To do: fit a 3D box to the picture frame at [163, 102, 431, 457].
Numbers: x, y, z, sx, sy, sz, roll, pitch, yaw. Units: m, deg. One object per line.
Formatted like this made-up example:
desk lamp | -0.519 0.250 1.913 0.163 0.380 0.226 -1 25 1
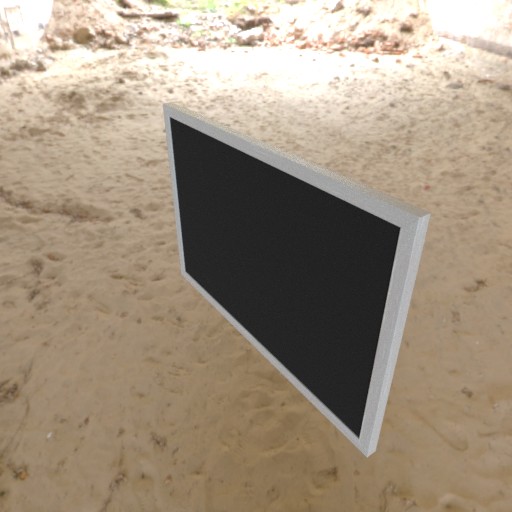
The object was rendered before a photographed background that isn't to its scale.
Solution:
picture frame | 0.000 0.000 1.221 0.029 0.640 0.950 -21 38 -30
